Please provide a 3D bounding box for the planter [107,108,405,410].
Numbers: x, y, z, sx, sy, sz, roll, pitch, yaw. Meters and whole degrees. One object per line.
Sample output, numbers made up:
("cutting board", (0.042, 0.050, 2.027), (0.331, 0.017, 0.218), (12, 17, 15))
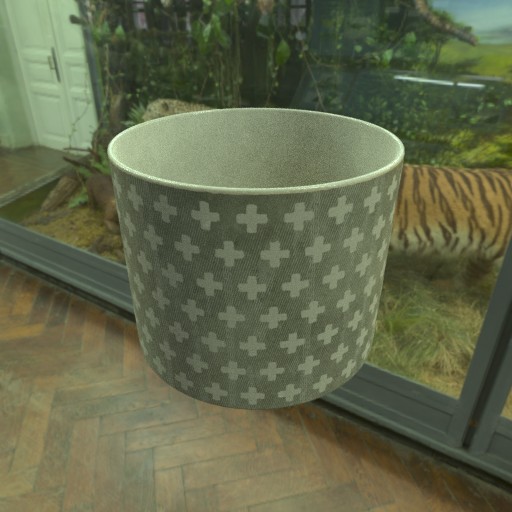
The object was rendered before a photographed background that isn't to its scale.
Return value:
("planter", (0.000, 0.000, 0.339), (0.190, 0.181, 0.190), (0, 30, 0))
